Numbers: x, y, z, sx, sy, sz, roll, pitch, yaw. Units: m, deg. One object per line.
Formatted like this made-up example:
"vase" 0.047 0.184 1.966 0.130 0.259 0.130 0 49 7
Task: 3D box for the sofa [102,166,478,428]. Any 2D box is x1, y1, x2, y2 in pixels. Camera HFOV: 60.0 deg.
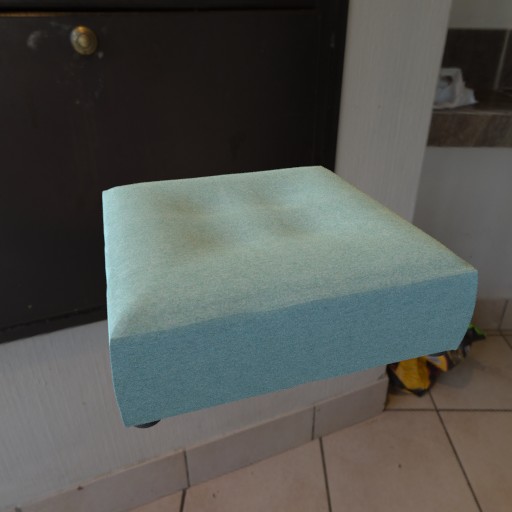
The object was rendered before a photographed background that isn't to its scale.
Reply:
"sofa" 0.000 0.000 1.451 0.930 0.330 0.930 -9 30 -16
